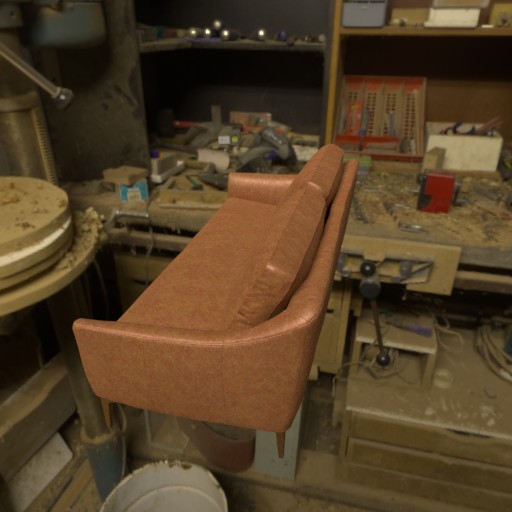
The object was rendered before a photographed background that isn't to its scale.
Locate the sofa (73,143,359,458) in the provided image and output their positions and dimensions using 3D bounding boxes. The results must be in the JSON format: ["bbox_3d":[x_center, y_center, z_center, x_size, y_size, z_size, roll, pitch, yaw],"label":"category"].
[{"bbox_3d":[0.000,0.000,2.559,0.981,0.945,2.036,8,30,14],"label":"sofa"}]
